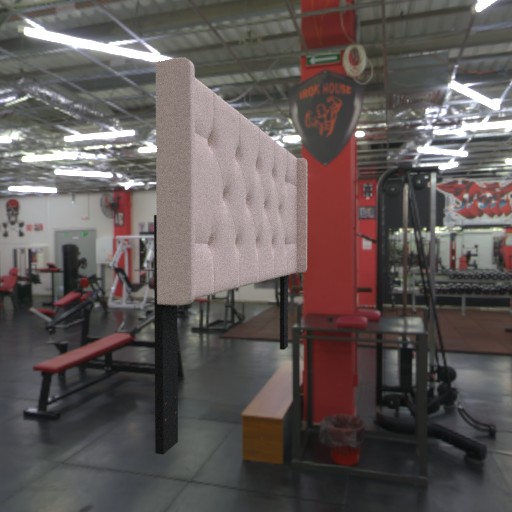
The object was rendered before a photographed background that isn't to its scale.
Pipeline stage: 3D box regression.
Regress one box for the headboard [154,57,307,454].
[{"bbox_3d":[0.000,0.000,2.642,0.184,1.524,2.051,1,2,19],"label":"headboard"}]
